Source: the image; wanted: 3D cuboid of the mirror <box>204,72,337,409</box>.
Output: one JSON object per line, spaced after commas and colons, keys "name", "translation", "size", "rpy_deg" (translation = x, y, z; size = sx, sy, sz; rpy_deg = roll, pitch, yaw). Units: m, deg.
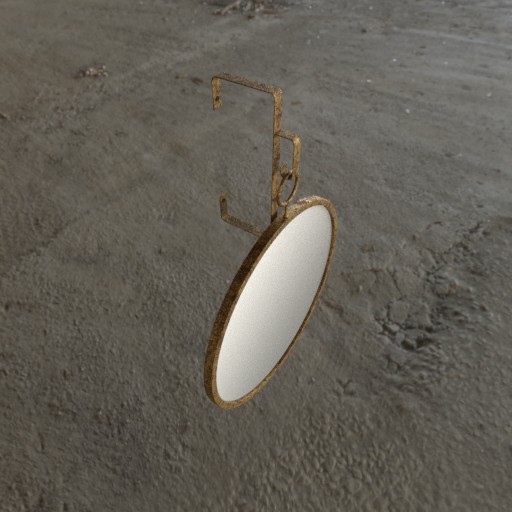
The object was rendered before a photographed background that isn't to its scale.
{"name": "mirror", "translation": [0.000, 0.000, 0.833], "size": [0.144, 0.651, 0.447], "rpy_deg": [26, 49, 24]}
